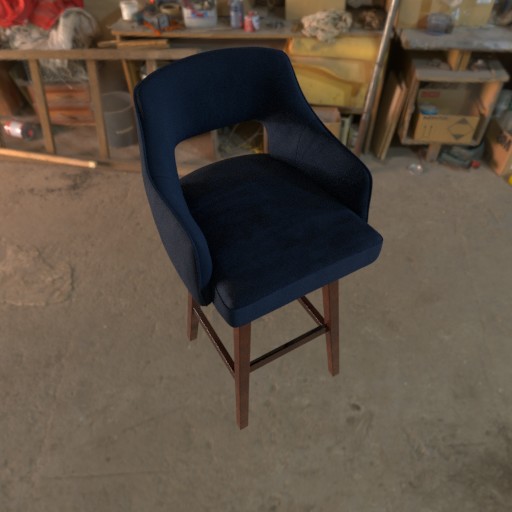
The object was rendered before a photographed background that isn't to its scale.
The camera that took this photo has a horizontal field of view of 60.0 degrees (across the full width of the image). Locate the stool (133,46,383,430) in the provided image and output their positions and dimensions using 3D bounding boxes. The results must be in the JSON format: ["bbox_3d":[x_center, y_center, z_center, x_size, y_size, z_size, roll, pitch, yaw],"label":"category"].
[{"bbox_3d":[0.000,0.000,1.361,0.550,1.041,0.560,-23,51,-20],"label":"stool"}]
